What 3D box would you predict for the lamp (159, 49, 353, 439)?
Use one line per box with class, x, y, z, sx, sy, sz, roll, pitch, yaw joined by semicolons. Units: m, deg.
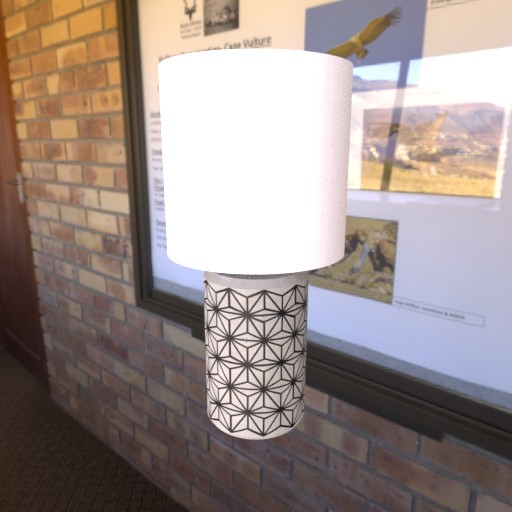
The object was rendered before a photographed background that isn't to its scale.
lamp;0.000;0.000;0.529;0.206;0.416;0.206;2;14;9
